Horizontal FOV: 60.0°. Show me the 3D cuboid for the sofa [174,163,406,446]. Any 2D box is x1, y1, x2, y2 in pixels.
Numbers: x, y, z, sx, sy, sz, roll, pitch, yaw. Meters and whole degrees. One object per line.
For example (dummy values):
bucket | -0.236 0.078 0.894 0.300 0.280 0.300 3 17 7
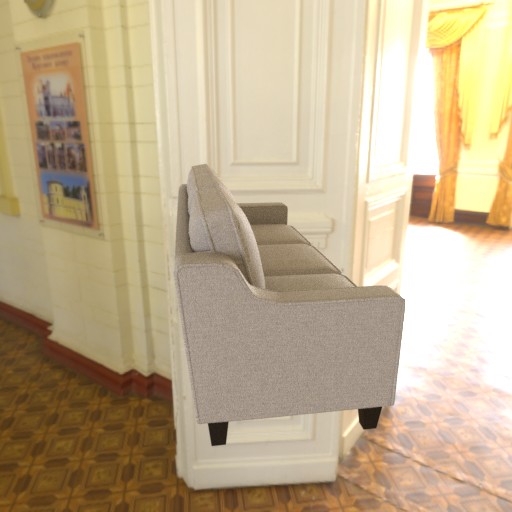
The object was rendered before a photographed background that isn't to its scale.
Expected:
sofa | 0.000 0.000 2.647 0.899 0.950 2.129 -3 17 -9
